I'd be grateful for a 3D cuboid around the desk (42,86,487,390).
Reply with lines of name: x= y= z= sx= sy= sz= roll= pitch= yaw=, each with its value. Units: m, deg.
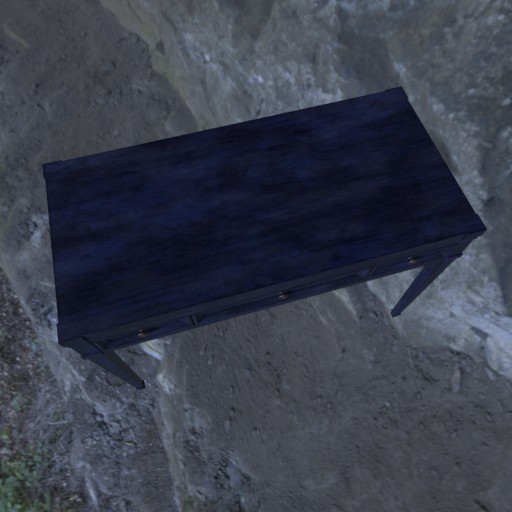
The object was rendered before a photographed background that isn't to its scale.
desk: x=0.000 y=0.000 z=1.793 sx=1.289 sy=0.861 sz=0.630 roll=-14 pitch=64 yaw=-7
